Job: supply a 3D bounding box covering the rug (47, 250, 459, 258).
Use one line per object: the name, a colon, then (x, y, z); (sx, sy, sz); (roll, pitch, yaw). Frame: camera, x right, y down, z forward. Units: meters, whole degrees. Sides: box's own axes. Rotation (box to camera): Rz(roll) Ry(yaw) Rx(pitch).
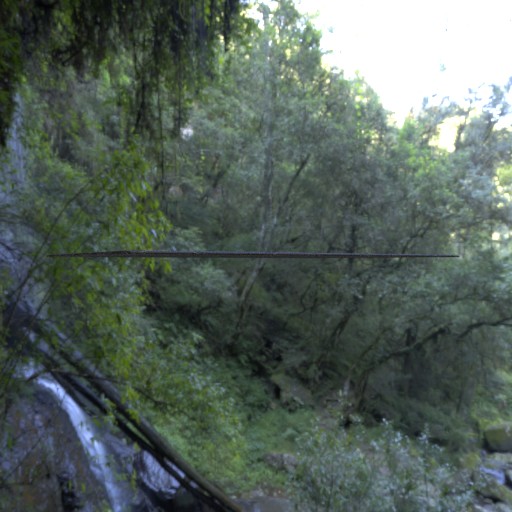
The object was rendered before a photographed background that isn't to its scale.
rug: (0.000, 0.000, 2.369); (1.836, 0.012, 1.239); (0, -1, -36)
